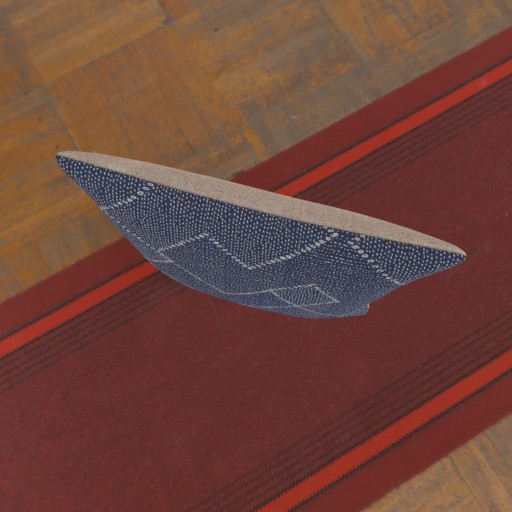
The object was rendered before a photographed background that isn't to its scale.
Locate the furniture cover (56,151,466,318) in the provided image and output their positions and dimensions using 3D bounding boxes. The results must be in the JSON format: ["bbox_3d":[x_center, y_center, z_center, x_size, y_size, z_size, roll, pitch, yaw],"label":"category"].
[{"bbox_3d":[0.000,0.000,0.764,0.511,0.503,0.162,14,77,3],"label":"furniture cover"}]
